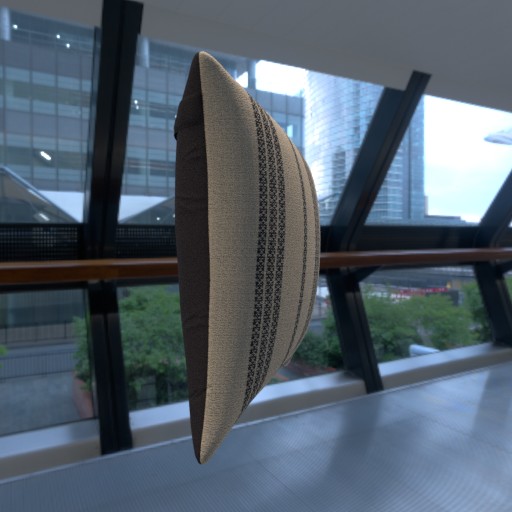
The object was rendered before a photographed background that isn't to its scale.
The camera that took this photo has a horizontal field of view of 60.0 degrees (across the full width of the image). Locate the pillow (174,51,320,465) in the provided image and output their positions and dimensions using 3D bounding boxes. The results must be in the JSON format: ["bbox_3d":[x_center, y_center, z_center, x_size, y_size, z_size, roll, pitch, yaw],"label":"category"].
[{"bbox_3d":[0.000,0.000,0.622,0.173,0.406,0.405,0,1,16],"label":"pillow"}]
